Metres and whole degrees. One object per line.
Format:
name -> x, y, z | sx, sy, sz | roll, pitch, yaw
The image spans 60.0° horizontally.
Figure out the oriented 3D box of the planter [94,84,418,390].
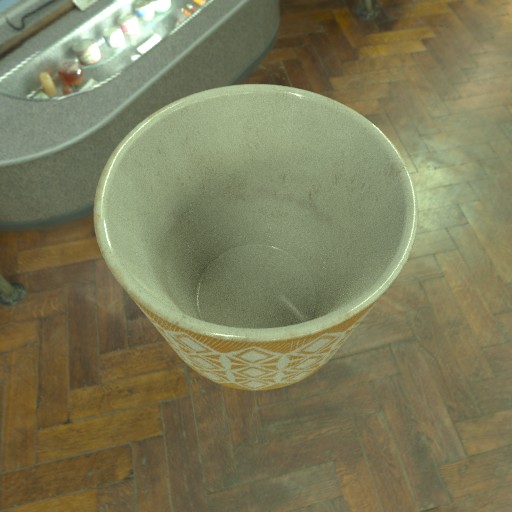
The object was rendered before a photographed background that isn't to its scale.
planter -> 0.000, 0.000, 0.219 | 0.126, 0.104, 0.126 | 0, 59, 0
